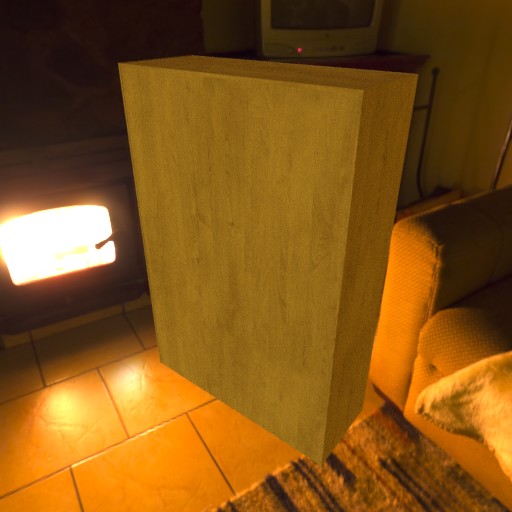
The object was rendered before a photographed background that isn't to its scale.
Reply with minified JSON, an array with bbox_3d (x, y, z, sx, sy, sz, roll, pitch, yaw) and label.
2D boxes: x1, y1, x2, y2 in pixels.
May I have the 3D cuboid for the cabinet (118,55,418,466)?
[{"bbox_3d":[0.000,0.000,2.430,1.290,1.910,0.510,21,36,33],"label":"cabinet"}]
